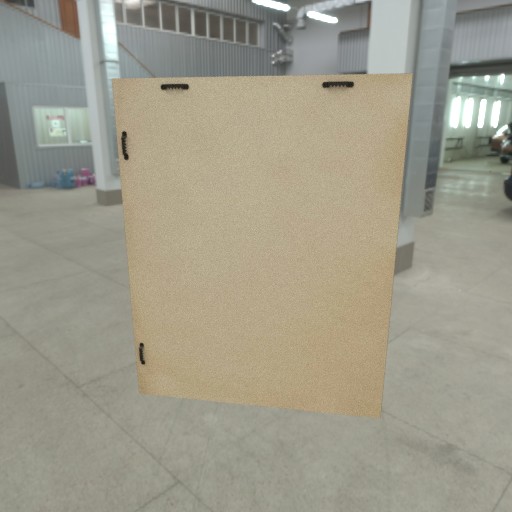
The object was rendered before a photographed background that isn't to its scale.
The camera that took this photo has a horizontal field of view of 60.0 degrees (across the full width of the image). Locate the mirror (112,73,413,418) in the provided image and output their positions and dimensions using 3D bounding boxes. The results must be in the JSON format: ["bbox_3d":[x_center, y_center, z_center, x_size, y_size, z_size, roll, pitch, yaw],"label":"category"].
[{"bbox_3d":[0.000,0.000,0.677,0.406,0.509,0.041,3,17,9],"label":"mirror"}]
